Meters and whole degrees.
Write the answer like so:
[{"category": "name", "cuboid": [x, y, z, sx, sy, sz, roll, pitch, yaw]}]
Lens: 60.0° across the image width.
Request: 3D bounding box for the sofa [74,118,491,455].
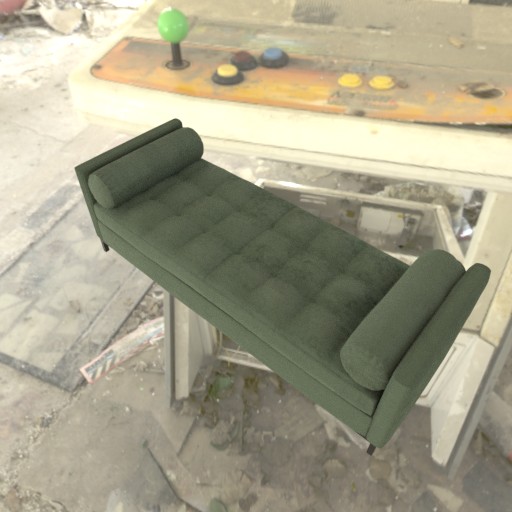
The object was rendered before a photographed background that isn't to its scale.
[{"category": "sofa", "cuboid": [0.000, 0.000, 2.455, 2.130, 0.681, 0.817, 32, 53, 28]}]
